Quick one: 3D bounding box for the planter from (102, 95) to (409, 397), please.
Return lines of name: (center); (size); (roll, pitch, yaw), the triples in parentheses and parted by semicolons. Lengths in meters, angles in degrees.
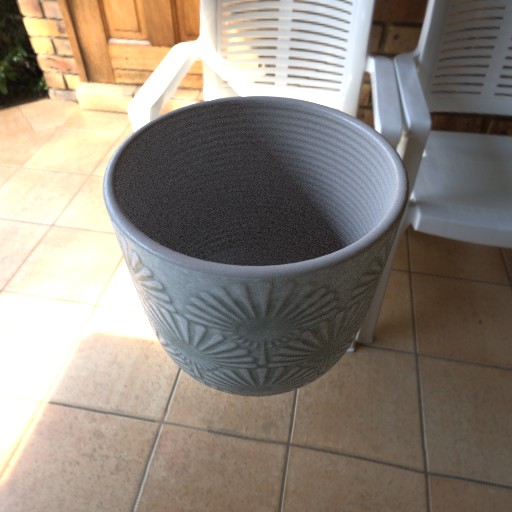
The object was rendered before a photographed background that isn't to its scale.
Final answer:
planter: (0.000, 0.000, 0.222); (0.124, 0.109, 0.124); (0, 46, 0)
